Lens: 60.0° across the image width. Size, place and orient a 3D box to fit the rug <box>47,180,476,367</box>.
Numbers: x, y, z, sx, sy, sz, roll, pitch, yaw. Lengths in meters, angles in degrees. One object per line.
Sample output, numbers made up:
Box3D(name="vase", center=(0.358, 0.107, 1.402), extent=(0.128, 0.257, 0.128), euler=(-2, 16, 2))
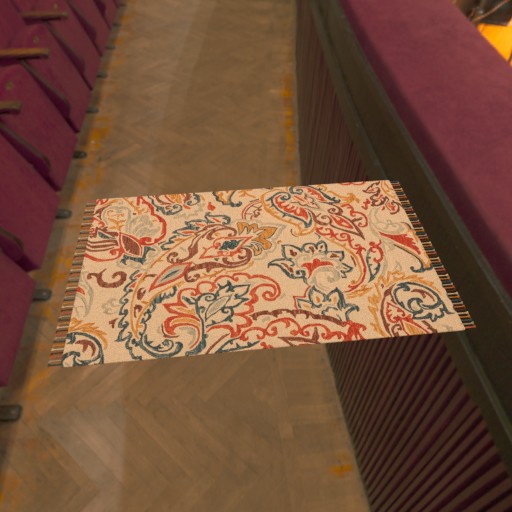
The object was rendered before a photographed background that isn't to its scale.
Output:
Box3D(name="rug", center=(0.000, 0.000, 3.167), extent=(2.584, 0.010, 1.523), euler=(-4, 47, -4))
